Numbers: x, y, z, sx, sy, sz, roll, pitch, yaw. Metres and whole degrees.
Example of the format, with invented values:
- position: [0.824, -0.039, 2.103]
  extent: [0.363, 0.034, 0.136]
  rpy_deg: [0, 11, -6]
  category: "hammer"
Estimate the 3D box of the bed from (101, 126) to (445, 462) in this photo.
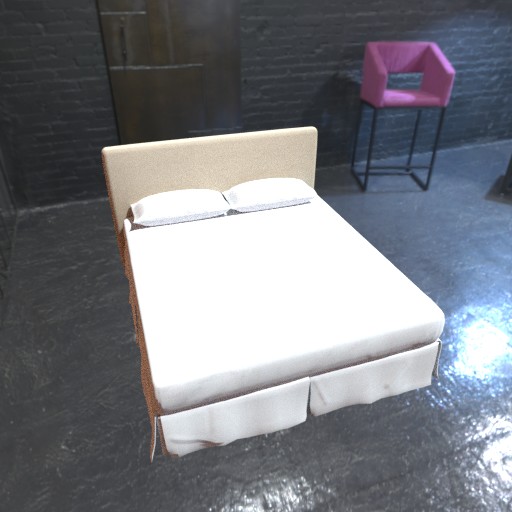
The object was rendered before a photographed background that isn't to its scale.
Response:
- position: [0.000, 0.000, 3.568]
  extent: [2.119, 1.317, 2.319]
  rpy_deg: [-10, 34, -16]
  category: "bed"
